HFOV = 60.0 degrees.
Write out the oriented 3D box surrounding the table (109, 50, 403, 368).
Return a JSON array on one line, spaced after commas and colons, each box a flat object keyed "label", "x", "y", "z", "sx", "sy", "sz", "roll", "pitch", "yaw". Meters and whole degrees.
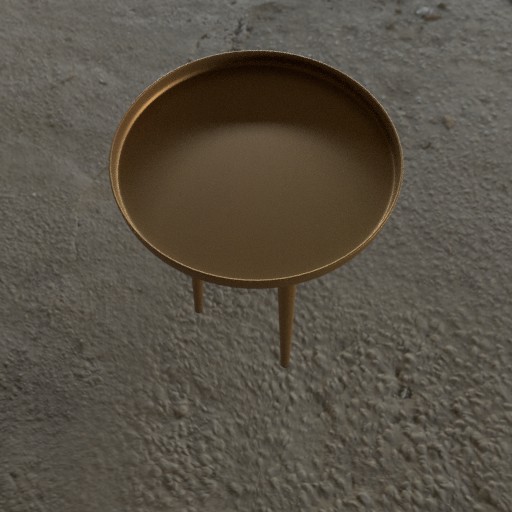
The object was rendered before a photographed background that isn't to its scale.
[{"label": "table", "x": 0.000, "y": 0.000, "z": 0.667, "sx": 0.299, "sy": 0.480, "sz": 0.299, "roll": -1, "pitch": 63, "yaw": 0}]
